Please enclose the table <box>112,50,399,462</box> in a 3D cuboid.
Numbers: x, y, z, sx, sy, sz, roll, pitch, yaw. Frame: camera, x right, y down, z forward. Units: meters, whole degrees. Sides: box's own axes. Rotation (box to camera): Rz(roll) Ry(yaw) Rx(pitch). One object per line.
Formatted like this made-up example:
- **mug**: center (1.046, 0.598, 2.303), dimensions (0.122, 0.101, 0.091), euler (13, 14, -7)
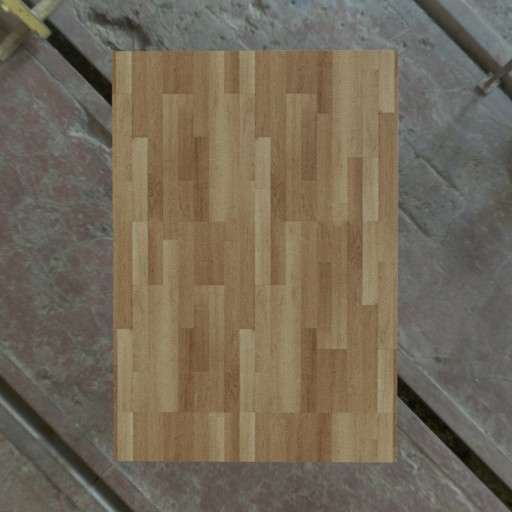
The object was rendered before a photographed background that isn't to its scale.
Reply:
- **table**: center (0.000, 0.000, 1.776), dimensions (0.900, 0.750, 1.300), euler (0, 91, 1)
